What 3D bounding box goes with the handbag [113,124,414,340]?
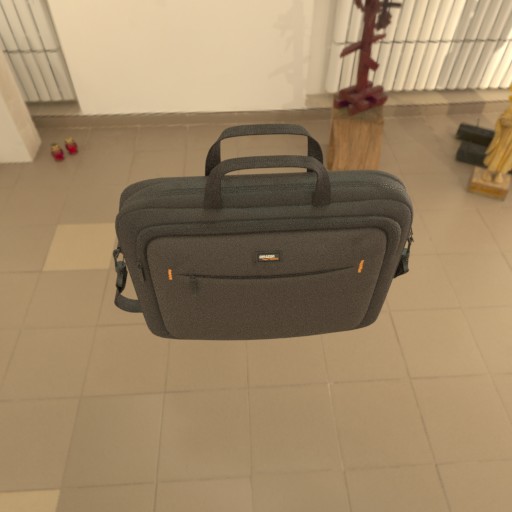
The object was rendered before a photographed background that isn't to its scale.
[{"bbox_3d":[0.000,0.000,0.431,0.320,0.244,0.089,-3,48,-2],"label":"handbag"}]
